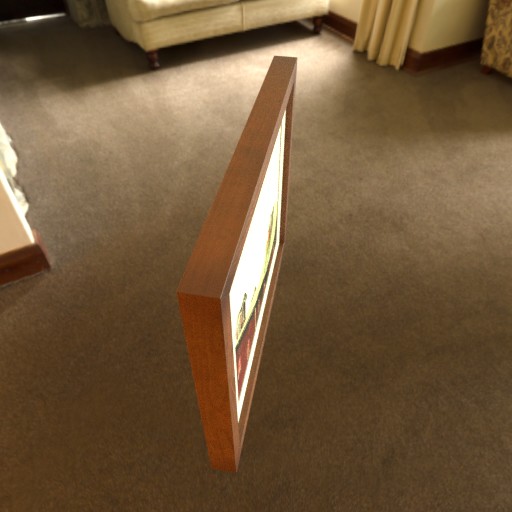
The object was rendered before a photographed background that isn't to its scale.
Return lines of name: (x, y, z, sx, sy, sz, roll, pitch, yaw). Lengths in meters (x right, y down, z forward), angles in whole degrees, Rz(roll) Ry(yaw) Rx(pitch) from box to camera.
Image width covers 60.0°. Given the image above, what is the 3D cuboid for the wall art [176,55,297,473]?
wall art: (0.000, 0.000, 0.547, 0.030, 0.328, 0.401, 8, 46, 8)
